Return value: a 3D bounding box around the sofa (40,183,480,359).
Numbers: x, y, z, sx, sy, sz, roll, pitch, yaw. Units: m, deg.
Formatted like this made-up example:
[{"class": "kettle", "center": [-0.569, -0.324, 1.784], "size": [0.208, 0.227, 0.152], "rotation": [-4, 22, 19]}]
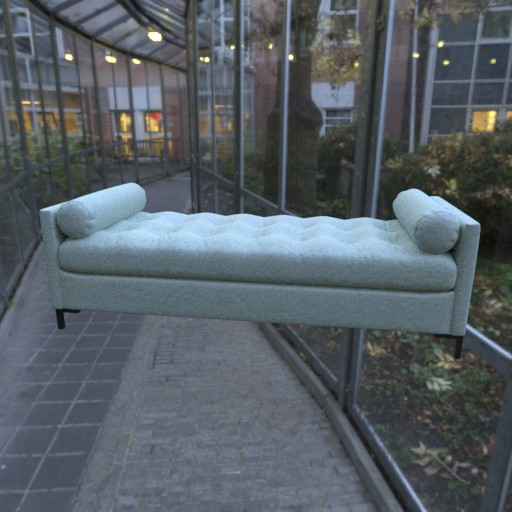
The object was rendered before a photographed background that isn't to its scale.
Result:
[{"class": "sofa", "center": [0.000, 0.000, 2.488], "size": [2.102, 0.705, 0.796], "rotation": [3, 17, 9]}]
